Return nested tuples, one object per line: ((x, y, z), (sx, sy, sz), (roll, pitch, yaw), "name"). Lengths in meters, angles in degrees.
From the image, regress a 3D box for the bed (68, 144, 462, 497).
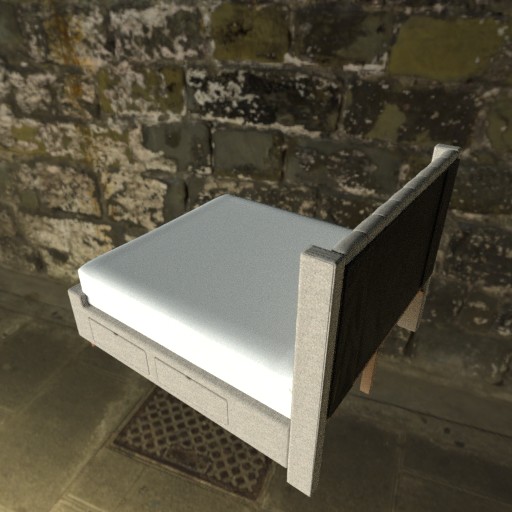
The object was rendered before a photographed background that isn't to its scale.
((0.000, 0.000, 3.631), (2.372, 1.748, 2.044), (20, 37, 30), "bed")
